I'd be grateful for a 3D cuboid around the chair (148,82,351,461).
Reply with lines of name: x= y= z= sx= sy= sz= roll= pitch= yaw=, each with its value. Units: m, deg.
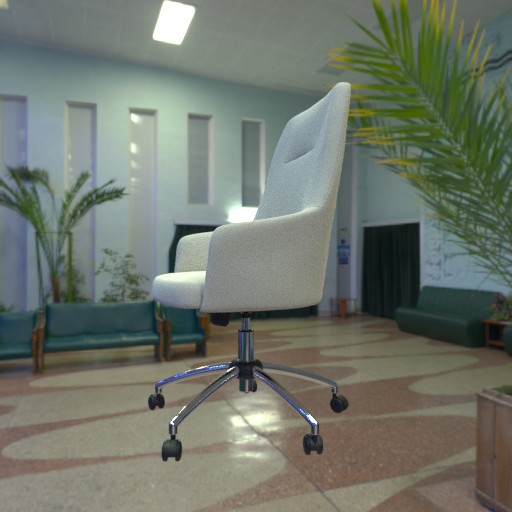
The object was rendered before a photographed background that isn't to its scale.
chair: x=0.000 y=0.000 z=1.420 sx=0.640 sy=1.049 sz=0.620 roll=0 pitch=0 yaw=-18
